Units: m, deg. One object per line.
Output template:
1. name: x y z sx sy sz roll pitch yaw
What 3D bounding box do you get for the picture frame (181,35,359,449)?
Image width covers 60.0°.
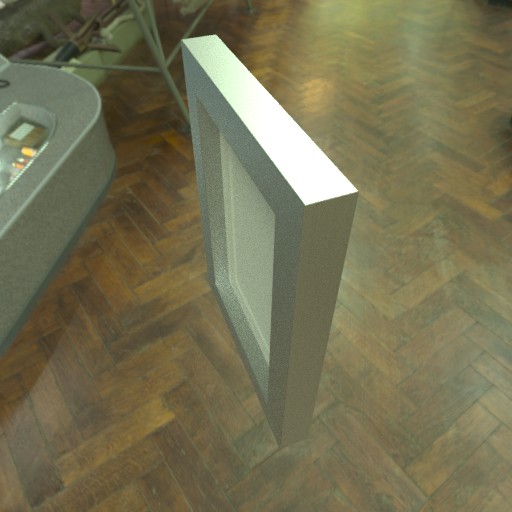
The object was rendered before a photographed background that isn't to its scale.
1. picture frame: 0.000 0.000 0.275 0.028 0.208 0.157 -16 48 -15
